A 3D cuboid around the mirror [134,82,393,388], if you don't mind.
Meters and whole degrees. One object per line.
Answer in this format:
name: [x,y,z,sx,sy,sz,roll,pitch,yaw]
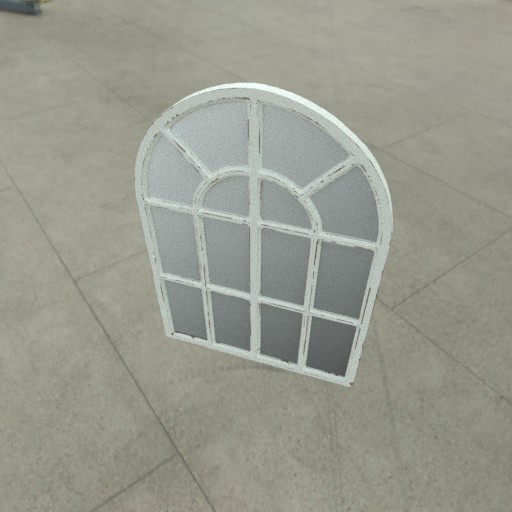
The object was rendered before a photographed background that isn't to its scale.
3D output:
mirror: [0.000,0.000,1.198,0.660,0.920,0.032,12,43,13]
